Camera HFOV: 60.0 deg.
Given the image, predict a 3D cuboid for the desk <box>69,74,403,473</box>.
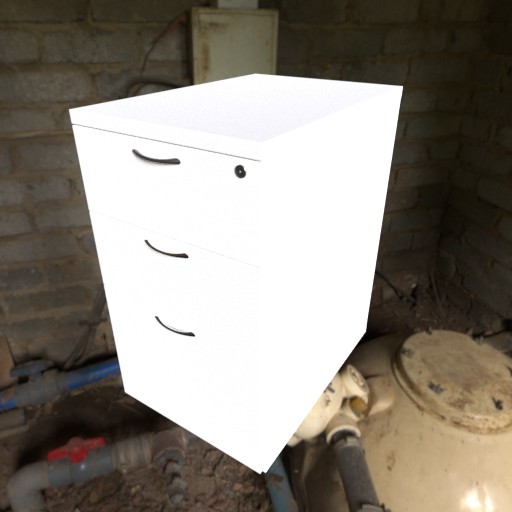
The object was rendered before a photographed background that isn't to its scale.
[{"bbox_3d":[0.000,0.000,1.065,0.404,0.730,0.600,18,34,29],"label":"desk"}]
